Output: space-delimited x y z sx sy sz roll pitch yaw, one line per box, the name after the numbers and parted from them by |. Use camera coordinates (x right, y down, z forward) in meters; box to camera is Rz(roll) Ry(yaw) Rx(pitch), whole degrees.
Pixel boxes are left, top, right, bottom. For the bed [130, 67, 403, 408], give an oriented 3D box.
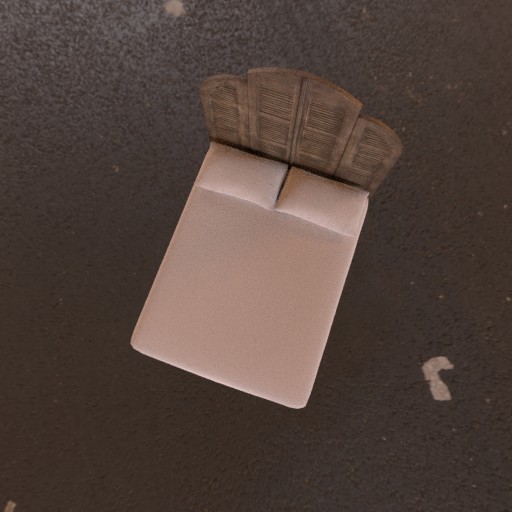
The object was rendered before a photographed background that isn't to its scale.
0.000 0.000 3.600 1.713 2.019 2.138 19 77 4 | bed
